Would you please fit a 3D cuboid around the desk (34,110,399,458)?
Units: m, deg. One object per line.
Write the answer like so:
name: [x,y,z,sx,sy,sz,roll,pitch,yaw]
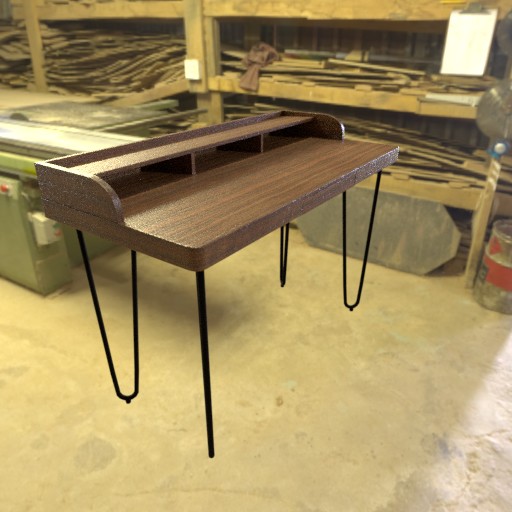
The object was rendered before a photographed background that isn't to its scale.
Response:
desk: [0.000,0.000,1.628,0.565,0.854,1.200,17,31,32]
